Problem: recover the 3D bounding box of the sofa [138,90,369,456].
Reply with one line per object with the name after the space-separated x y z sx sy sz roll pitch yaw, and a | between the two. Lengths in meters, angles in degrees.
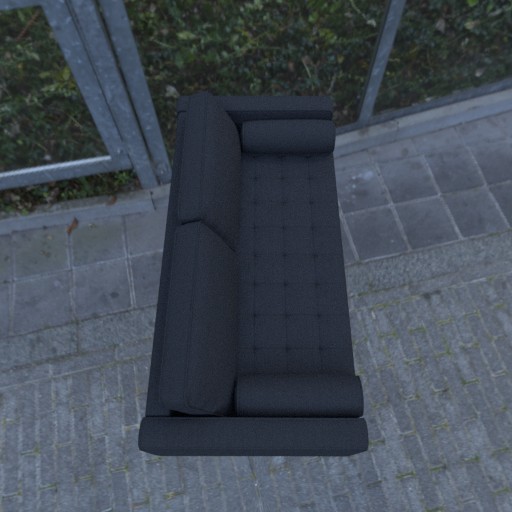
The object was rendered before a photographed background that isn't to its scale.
0.000 0.000 2.283 0.914 0.759 1.875 0 63 0 | sofa
